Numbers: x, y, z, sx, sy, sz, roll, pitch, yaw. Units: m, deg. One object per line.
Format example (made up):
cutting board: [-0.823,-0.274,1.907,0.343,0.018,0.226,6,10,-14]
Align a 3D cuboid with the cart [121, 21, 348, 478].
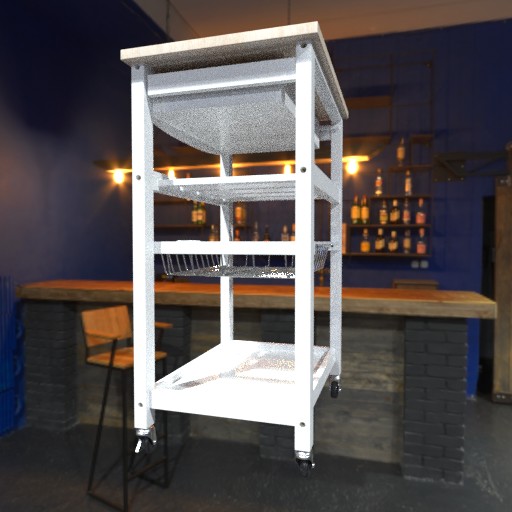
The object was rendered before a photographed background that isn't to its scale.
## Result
cart: [0.000,0.000,1.137,0.406,0.857,0.578,1,2,17]
